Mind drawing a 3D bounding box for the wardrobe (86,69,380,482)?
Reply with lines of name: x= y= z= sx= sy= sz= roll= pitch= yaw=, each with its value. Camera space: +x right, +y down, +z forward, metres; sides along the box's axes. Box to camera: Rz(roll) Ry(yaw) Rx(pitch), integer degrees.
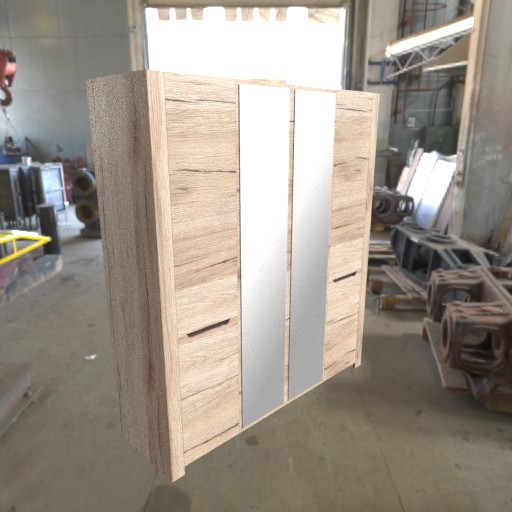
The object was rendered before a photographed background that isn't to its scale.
wardrobe: x=0.000 y=0.000 z=2.906 sx=1.810 sy=2.070 sz=0.580 roll=-15 pitch=21 yaw=-42
